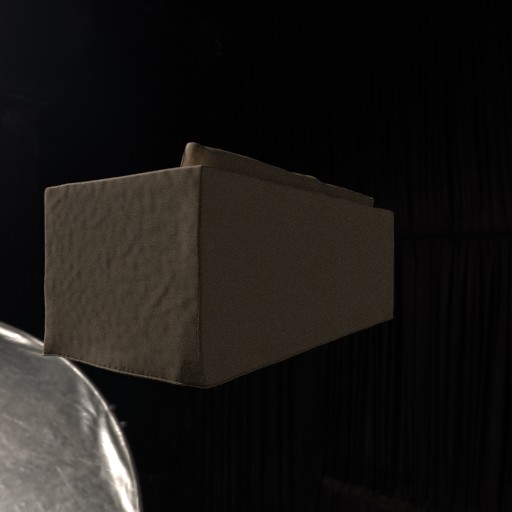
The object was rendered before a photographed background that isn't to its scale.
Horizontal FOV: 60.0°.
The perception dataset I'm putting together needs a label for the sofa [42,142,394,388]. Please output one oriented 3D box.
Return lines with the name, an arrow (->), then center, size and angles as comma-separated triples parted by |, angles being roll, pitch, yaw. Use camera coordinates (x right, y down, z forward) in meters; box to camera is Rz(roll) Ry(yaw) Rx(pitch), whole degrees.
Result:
sofa -> 0.000, 0.000, 2.466 | 0.956, 0.847, 1.987 | 0, 0, 35
